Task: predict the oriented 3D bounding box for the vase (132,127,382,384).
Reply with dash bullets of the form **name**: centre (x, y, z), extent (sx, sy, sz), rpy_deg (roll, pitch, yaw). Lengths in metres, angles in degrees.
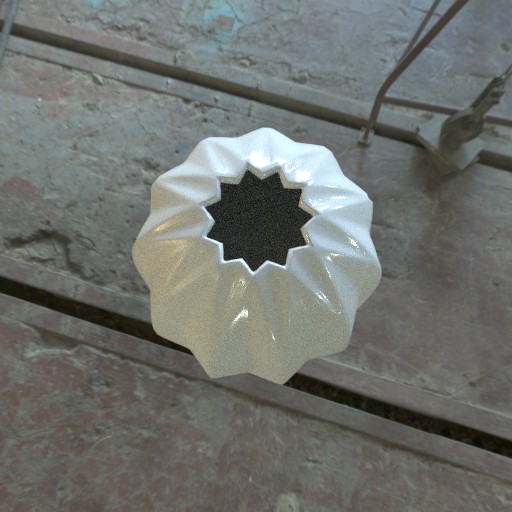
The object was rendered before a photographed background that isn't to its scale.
- **vase**: centre (0.000, 0.000, 0.250), extent (0.139, 0.134, 0.139), rpy_deg (0, 76, 0)
